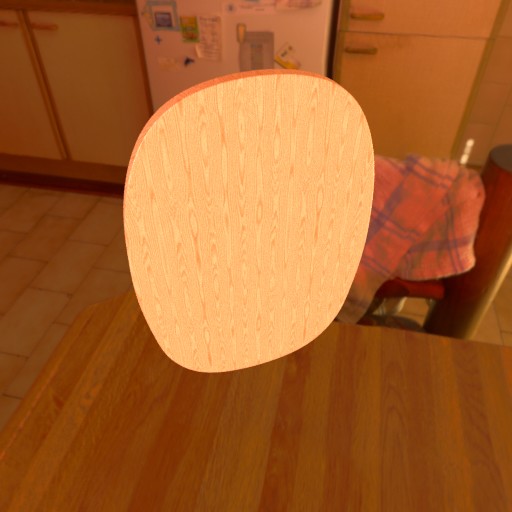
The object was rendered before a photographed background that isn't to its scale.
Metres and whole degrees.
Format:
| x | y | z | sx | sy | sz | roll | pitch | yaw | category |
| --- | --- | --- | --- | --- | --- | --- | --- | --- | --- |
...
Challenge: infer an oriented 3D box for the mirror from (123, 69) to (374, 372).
| x | y | z | sx | sy | sz | roll | pitch | yaw | category |
| --- | --- | --- | --- | --- | --- | --- | --- | --- | --- |
| 0.000 | 0.000 | 1.327 | 0.724 | 1.075 | 0.037 | -12 | 43 | -13 | mirror |
